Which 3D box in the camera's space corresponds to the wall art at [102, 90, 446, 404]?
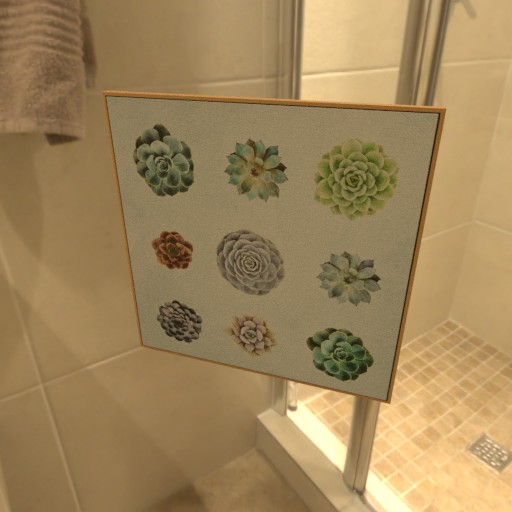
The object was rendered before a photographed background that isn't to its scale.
[{"bbox_3d":[0.000,0.000,0.674,0.457,0.455,0.013,9,29,16],"label":"wall art"}]
